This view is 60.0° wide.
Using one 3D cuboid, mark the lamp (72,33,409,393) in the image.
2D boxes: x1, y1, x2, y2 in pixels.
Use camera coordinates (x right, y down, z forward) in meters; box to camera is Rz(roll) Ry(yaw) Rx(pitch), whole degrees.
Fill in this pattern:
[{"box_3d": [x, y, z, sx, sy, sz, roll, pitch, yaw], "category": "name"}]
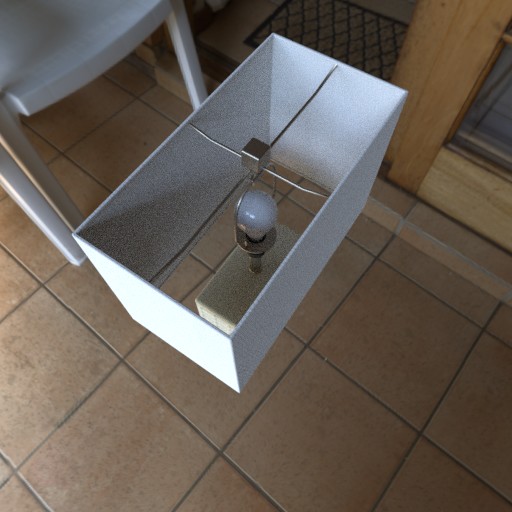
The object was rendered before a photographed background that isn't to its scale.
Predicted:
[{"box_3d": [0.000, 0.000, 0.715, 0.200, 0.515, 0.380, 31, 67, 15], "category": "lamp"}]
